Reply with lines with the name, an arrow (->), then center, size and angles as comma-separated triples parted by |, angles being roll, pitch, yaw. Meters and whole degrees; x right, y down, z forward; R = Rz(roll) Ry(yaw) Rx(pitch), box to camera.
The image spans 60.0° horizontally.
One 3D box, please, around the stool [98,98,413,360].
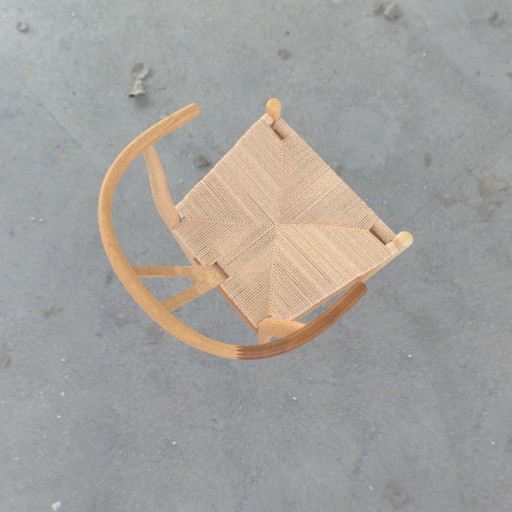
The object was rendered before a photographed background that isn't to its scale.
stool -> 0.000, 0.000, 1.261 | 0.575, 0.923, 0.536 | -40, 79, -9
